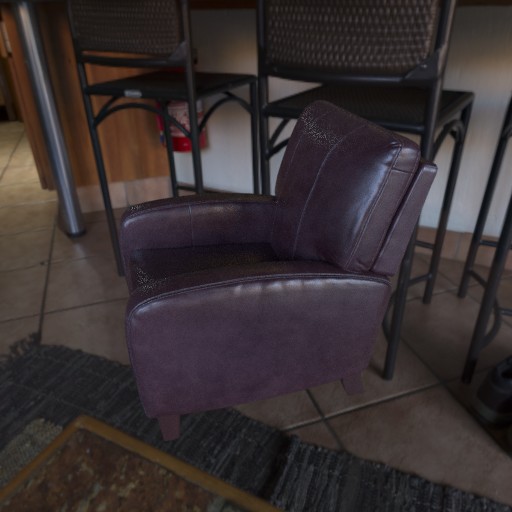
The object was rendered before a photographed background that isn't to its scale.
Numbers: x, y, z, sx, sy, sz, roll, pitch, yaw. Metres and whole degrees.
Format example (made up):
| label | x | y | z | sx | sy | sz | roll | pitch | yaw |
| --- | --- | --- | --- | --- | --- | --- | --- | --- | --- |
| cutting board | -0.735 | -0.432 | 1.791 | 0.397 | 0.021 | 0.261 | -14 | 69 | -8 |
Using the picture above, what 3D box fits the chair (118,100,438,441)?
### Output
| label | x | y | z | sx | sy | sz | roll | pitch | yaw |
| --- | --- | --- | --- | --- | --- | --- | --- | --- | --- |
| chair | 0.000 | 0.000 | 1.672 | 0.990 | 0.990 | 0.762 | -9 | 31 | -14 |
